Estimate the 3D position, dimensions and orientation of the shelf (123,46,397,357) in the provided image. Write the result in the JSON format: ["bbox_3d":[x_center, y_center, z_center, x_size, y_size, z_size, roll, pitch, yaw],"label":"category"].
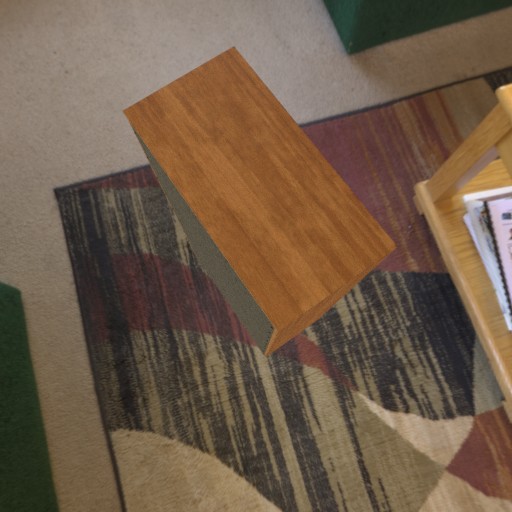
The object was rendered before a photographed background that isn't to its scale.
[{"bbox_3d":[0.000,0.000,2.307,0.453,1.930,0.864,-34,77,-9],"label":"shelf"}]
